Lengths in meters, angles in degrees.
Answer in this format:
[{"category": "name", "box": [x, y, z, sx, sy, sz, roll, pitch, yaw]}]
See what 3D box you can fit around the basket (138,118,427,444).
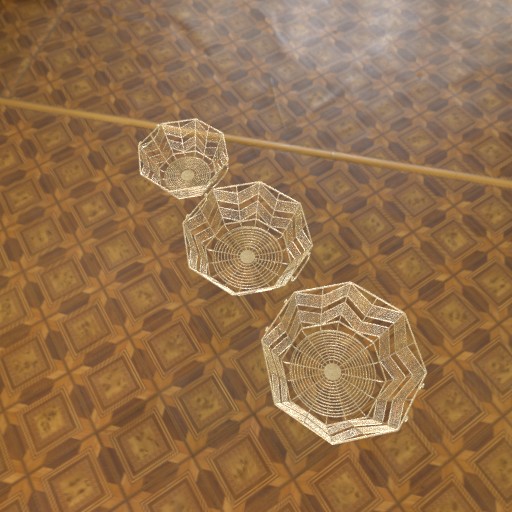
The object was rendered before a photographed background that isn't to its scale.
[{"category": "basket", "box": [0.000, 0.000, 1.385, 0.432, 0.178, 1.246, -30, 66, -15]}]
